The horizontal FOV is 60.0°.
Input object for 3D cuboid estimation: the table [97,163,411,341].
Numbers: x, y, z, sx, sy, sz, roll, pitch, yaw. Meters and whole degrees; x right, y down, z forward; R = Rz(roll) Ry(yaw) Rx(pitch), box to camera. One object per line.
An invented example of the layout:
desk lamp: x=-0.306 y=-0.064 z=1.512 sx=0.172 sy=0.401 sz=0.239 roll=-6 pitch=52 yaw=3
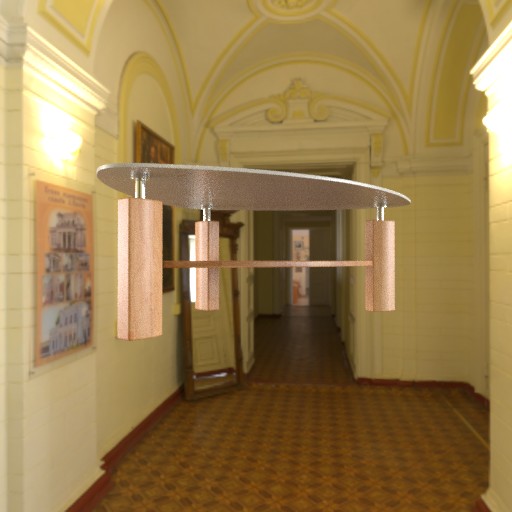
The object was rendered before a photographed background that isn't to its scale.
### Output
table: x=0.000 y=0.000 z=1.626 sx=1.250 sy=0.440 sz=0.850 roll=0 pitch=-1 yaw=-37
